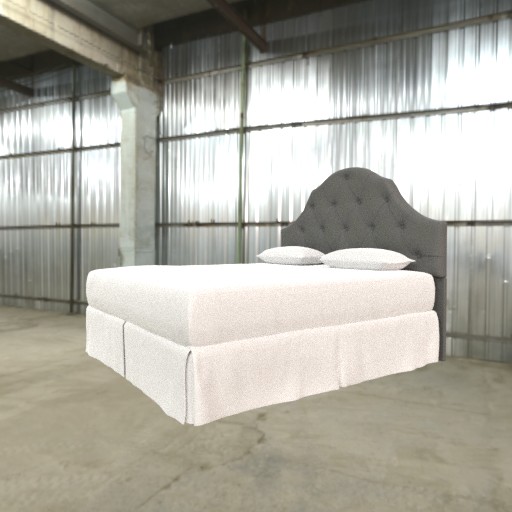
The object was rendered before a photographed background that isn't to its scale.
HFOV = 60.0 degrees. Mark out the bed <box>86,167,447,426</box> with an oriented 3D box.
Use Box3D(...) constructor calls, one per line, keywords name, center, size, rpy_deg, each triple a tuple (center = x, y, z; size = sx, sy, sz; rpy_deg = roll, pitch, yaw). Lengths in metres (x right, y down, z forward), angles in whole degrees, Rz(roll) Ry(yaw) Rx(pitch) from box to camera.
Box3D(name="bed", center=(0.000, 0.000, 3.556), size=(2.214, 1.615, 2.008), rpy_deg=(-1, 2, -35))
